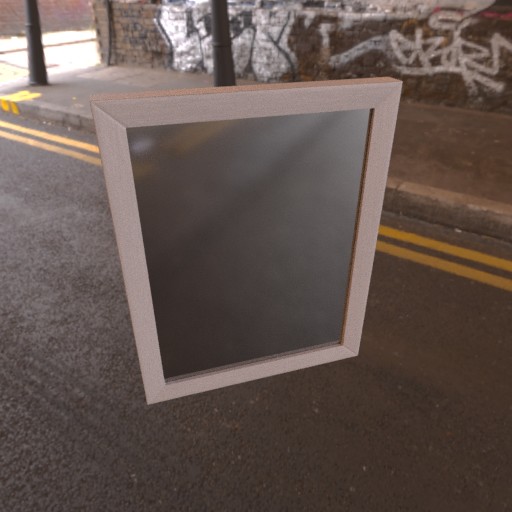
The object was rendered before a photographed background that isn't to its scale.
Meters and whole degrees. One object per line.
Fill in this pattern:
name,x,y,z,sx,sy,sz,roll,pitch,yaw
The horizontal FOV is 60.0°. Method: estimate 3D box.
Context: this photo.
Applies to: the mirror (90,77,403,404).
mirror,0.000,0.000,0.700,0.405,0.508,0.041,-9,33,-15
